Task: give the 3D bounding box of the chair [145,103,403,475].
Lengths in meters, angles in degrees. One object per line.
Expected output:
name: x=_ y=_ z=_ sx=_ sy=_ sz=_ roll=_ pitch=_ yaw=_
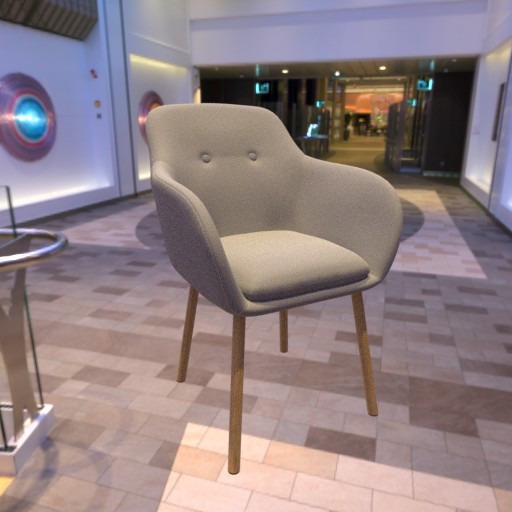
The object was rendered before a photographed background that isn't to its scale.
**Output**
chair: x=0.000 y=0.000 z=1.244 sx=0.570 sy=0.830 sz=0.590 roll=-9 pitch=19 yaw=-28
